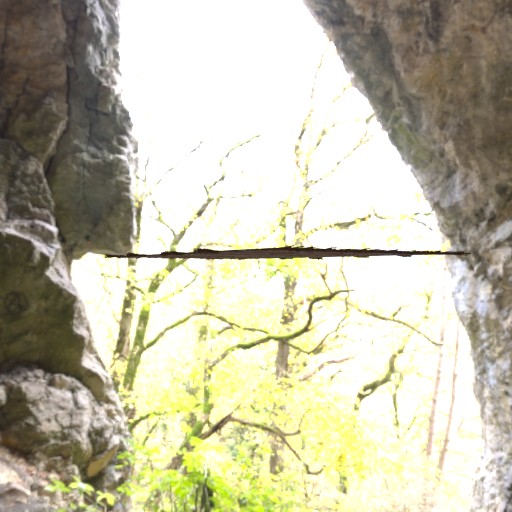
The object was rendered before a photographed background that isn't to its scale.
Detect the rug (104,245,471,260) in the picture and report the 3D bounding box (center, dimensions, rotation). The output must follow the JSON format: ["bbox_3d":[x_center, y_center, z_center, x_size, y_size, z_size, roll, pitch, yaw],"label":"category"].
[{"bbox_3d":[0.000,0.000,2.682,1.469,0.040,2.025,1,-2,-36],"label":"rug"}]
